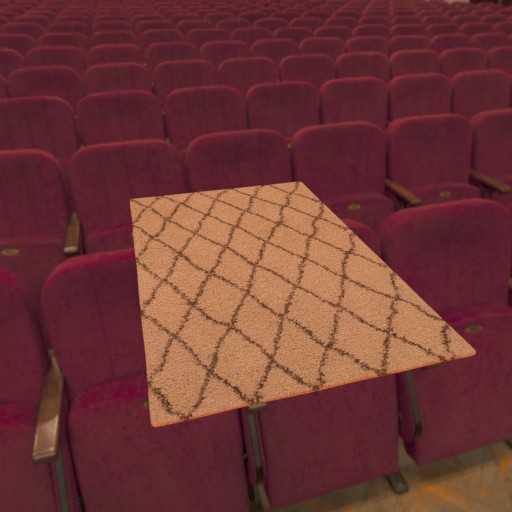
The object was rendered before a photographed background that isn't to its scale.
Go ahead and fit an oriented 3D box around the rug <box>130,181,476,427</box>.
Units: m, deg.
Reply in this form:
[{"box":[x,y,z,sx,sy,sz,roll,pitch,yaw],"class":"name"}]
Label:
[{"box":[0.000,0.000,3.388,1.778,0.030,2.743,-8,31,-14],"class":"rug"}]
